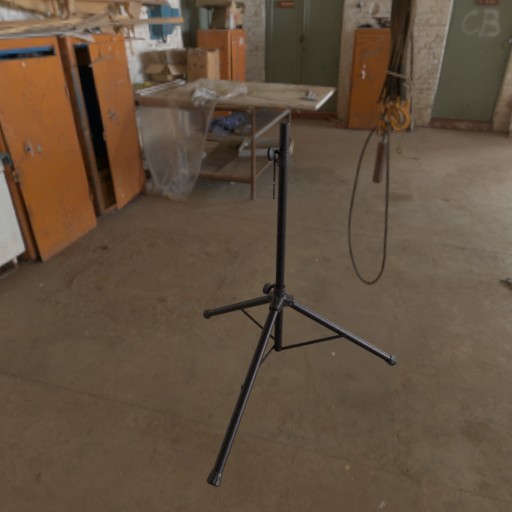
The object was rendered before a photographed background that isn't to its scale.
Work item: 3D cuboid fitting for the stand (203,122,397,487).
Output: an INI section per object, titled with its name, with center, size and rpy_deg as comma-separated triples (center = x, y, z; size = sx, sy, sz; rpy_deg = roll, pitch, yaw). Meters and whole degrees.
[stand]
center = 0.000, 0.000, 1.848
size = 1.045, 1.136, 0.907
rpy_deg = -19, 34, -32
